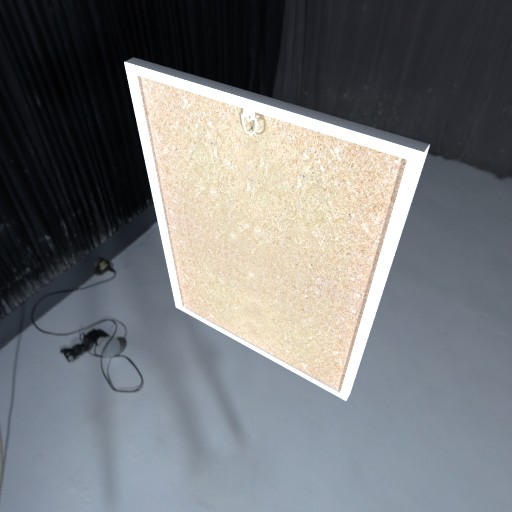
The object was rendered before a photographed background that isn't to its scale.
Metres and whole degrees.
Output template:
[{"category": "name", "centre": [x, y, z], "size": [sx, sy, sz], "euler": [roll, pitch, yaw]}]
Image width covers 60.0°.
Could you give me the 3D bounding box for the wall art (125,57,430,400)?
[{"category": "wall art", "centre": [0.000, 0.000, 1.409], "size": [0.805, 1.056, 0.042], "euler": [25, 51, 22]}]
